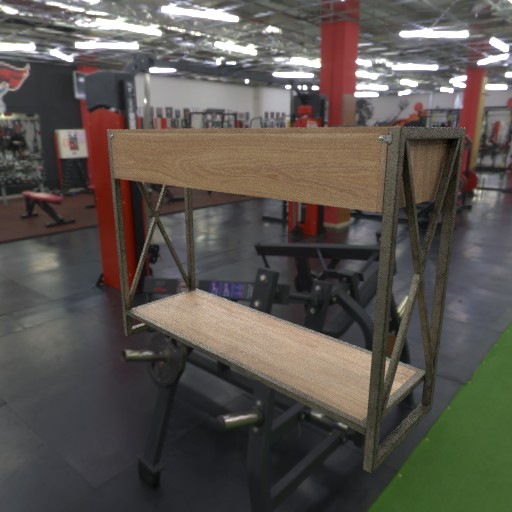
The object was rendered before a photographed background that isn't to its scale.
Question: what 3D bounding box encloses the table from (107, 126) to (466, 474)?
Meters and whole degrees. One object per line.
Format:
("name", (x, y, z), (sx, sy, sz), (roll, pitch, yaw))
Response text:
("table", (0.000, 0.000, 1.384), (1.059, 0.763, 0.361), (14, 21, 41))
